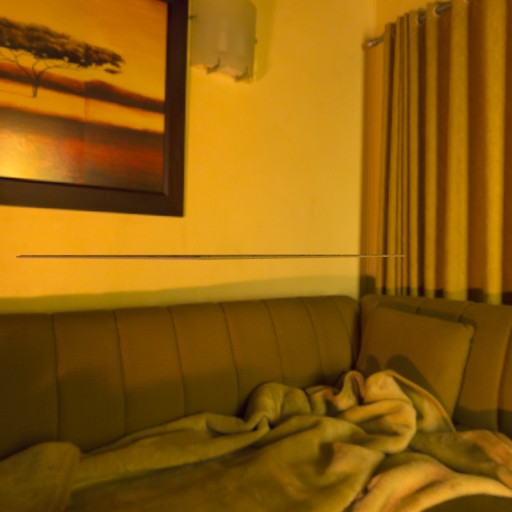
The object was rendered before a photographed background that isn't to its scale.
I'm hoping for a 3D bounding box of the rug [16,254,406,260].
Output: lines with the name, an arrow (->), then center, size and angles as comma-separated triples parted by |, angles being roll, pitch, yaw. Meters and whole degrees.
rug -> 0.000, 0.000, 1.418 | 0.605, 0.007, 1.220 | 0, 0, 34
